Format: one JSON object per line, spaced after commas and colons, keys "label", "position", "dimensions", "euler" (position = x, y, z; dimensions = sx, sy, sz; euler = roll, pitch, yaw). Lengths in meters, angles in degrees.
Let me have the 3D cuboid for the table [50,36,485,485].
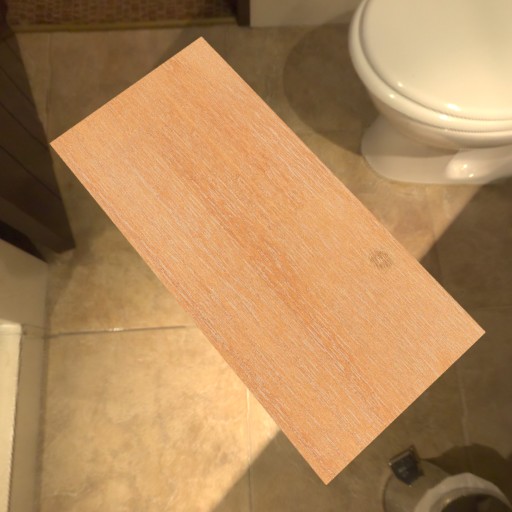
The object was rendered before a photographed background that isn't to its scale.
{"label": "table", "position": [0.000, 0.000, 1.266], "dimensions": [0.483, 0.457, 1.016], "euler": [-39, 79, -9]}
